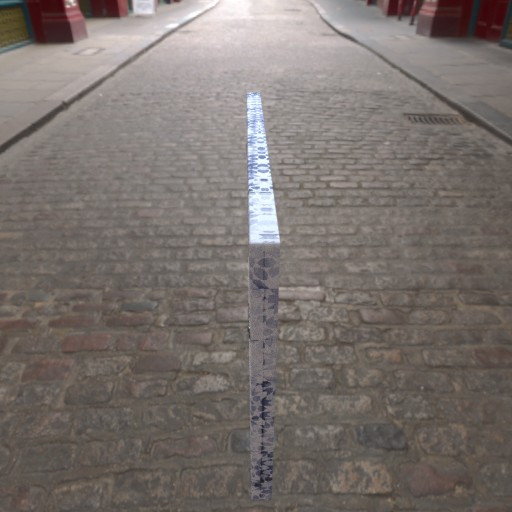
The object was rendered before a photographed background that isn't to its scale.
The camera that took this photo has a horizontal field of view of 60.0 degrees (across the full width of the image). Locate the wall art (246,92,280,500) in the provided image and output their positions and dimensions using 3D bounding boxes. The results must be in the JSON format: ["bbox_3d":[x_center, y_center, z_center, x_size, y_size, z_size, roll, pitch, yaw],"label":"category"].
[{"bbox_3d":[0.000,0.000,0.751,0.030,0.406,0.608,-1,32,-1],"label":"wall art"}]
